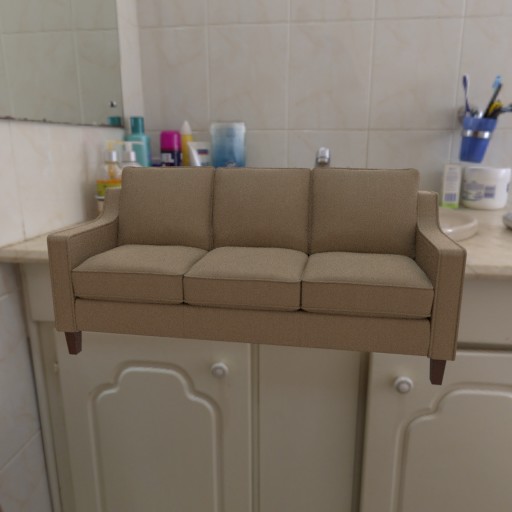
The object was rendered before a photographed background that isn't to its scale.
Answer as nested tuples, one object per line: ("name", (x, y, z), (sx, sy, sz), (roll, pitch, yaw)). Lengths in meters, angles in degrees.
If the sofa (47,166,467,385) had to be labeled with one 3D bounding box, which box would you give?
("sofa", (0.000, 0.000, 2.505), (1.986, 0.974, 0.911), (2, 14, 9))
